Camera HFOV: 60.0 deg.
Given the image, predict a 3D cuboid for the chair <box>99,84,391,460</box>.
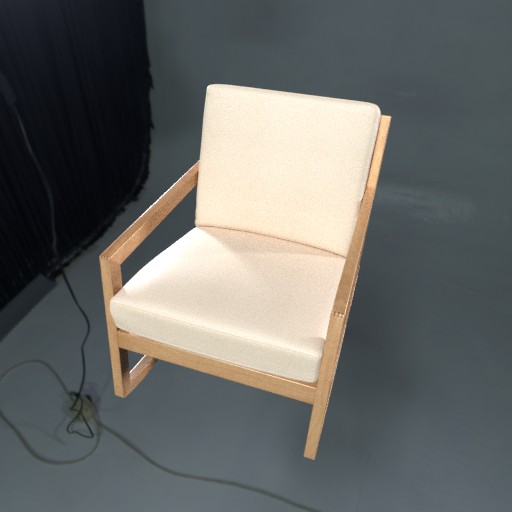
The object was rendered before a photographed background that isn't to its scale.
[{"bbox_3d":[0.000,0.000,1.389,0.622,0.790,0.857,12,43,14],"label":"chair"}]
